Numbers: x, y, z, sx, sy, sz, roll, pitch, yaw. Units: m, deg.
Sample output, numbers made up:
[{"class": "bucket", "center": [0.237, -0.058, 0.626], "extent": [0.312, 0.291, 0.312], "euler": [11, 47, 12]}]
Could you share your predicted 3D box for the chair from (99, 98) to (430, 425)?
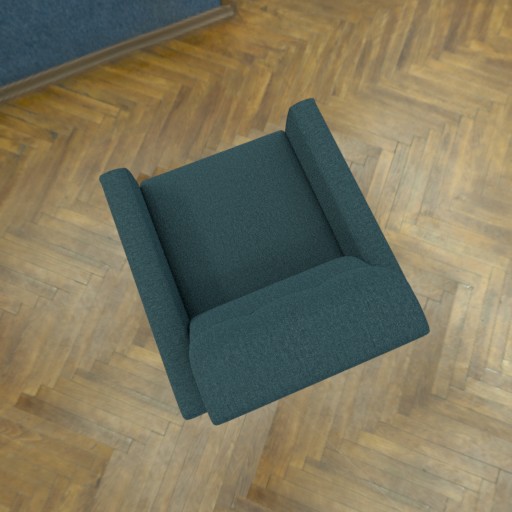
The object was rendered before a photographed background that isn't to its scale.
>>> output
[{"class": "chair", "center": [0.000, 0.000, 1.683], "extent": [0.880, 0.940, 0.964], "euler": [-22, 76, -6]}]
